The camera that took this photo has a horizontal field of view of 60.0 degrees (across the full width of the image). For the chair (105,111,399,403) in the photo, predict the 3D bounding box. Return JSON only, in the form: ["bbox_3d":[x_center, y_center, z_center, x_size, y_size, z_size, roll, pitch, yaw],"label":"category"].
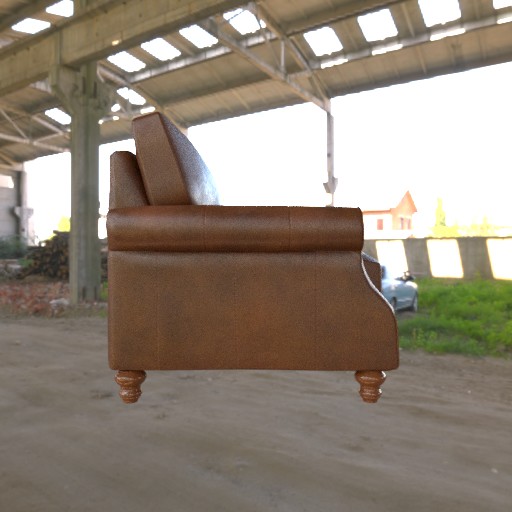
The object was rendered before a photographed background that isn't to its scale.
[{"bbox_3d":[0.000,0.000,1.837,0.992,0.972,0.989,0,-1,0],"label":"chair"}]
